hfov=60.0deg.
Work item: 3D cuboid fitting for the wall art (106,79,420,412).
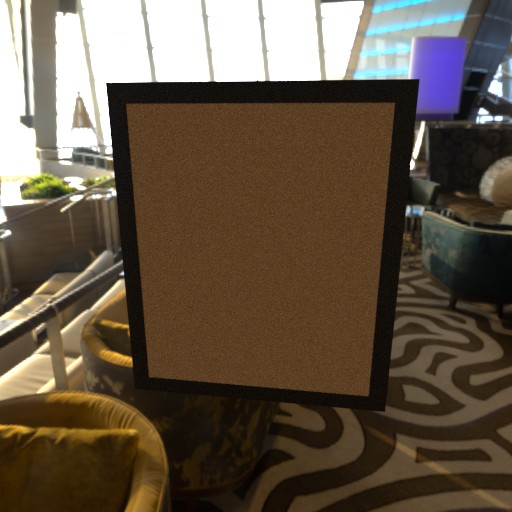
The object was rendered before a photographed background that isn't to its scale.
[{"bbox_3d":[0.000,0.000,0.693,0.432,0.508,0.025,3,18,8],"label":"wall art"}]
